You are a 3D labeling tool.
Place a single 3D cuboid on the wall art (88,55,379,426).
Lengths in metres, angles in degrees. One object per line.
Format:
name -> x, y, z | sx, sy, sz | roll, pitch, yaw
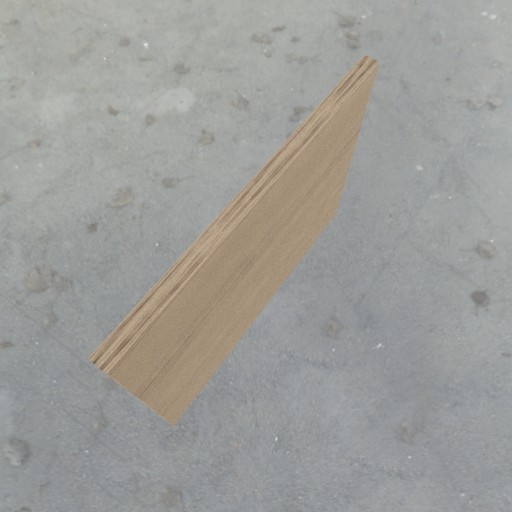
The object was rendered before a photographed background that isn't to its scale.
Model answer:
wall art -> 0.000, 0.000, 1.094 | 0.063, 0.609, 0.841 | 33, 67, 16
